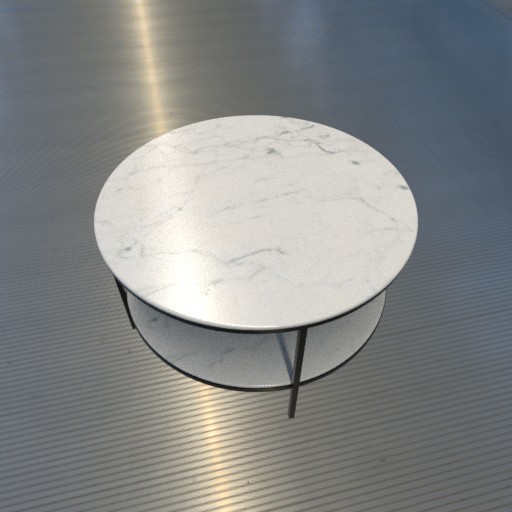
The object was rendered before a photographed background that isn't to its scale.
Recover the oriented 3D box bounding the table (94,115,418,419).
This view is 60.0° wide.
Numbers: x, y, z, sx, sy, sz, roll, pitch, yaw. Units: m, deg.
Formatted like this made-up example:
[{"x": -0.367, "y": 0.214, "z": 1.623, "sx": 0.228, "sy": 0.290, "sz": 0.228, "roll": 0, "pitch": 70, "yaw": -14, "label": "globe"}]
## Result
[{"x": 0.000, "y": 0.000, "z": 1.289, "sx": 0.800, "sy": 0.450, "sz": 0.800, "roll": 0, "pitch": 47, "yaw": 0, "label": "table"}]
